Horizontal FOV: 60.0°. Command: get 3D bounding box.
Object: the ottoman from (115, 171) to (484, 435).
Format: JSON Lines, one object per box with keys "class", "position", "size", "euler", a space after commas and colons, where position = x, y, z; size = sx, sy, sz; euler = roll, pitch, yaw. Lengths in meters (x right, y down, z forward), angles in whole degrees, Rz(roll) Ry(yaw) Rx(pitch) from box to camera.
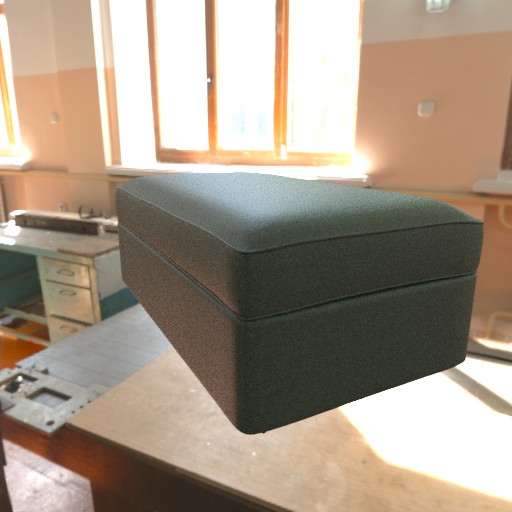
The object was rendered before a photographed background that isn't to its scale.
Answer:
{"class": "ottoman", "position": [0.000, 0.000, 1.468], "size": [0.681, 0.494, 1.173], "euler": [-8, 17, -27]}
